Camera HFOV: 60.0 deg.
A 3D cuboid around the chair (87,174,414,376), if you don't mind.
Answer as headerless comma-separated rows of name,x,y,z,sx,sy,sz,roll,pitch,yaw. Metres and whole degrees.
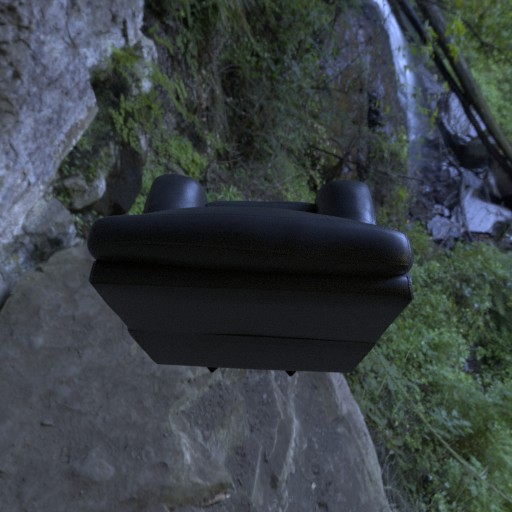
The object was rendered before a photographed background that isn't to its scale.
chair,0.000,0.000,1.999,1.096,1.109,1.087,2,45,2
